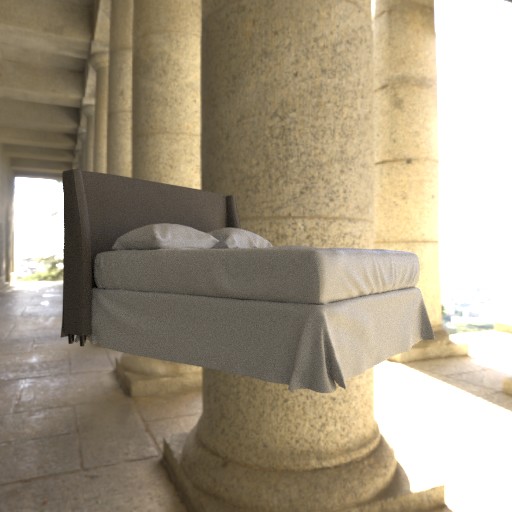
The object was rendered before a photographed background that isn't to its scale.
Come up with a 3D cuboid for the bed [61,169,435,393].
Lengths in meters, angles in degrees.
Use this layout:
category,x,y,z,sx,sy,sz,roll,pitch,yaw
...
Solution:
category,x,y,z,sx,sy,sz,roll,pitch,yaw
bed,0.000,0.000,3.435,2.276,1.332,1.925,0,0,37
